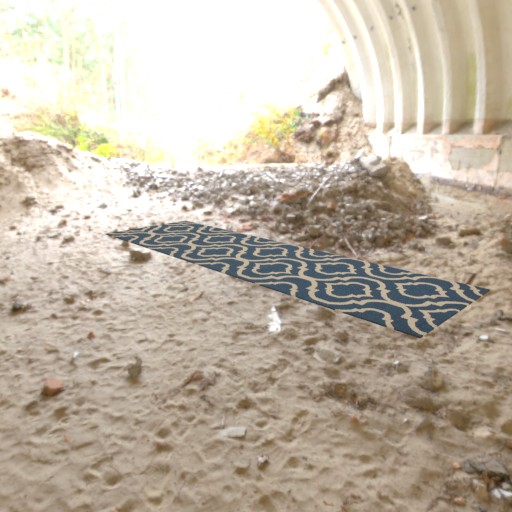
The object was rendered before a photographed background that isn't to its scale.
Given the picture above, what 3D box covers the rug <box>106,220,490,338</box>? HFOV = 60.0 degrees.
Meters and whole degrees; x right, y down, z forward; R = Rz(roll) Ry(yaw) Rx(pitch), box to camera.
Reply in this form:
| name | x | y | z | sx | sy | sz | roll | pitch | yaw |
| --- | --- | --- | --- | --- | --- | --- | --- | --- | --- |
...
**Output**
| name | x | y | z | sx | sy | sz | roll | pitch | yaw |
| --- | --- | --- | --- | --- | --- | --- | --- | --- | --- |
| rug | 0.000 | 0.000 | 2.543 | 0.685 | 0.006 | 2.296 | -15 | 21 | -43 |
